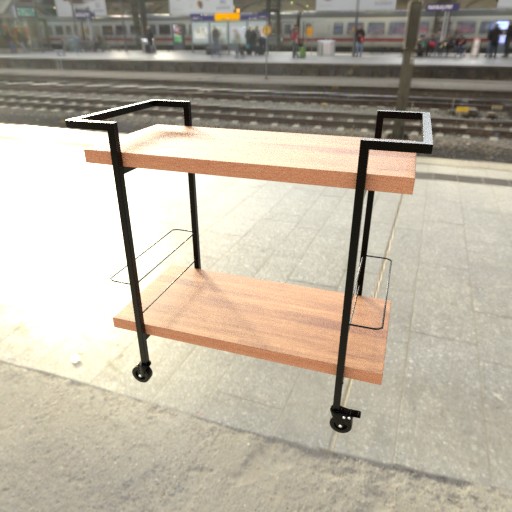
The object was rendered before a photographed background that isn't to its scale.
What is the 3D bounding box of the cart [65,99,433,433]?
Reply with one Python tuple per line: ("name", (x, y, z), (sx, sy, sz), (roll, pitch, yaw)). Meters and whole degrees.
("cart", (0.000, 0.000, 1.251), (0.806, 0.762, 0.406), (9, 28, 17))
